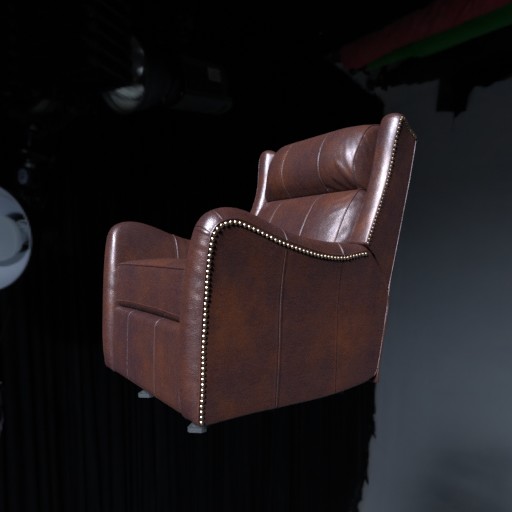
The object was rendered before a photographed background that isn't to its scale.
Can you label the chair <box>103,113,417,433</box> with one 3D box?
[{"bbox_3d":[0.000,0.000,1.789,1.008,1.084,0.869,0,1,-36],"label":"chair"}]
